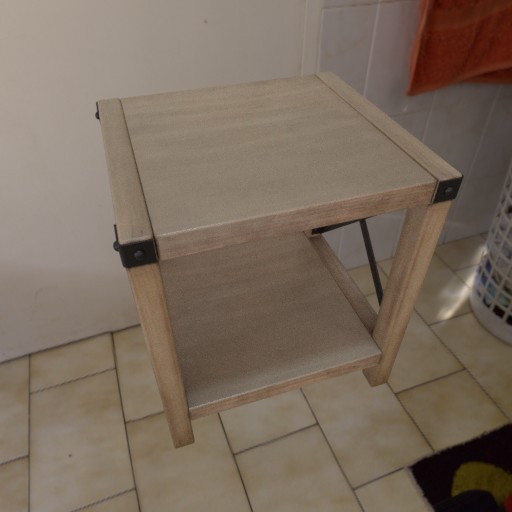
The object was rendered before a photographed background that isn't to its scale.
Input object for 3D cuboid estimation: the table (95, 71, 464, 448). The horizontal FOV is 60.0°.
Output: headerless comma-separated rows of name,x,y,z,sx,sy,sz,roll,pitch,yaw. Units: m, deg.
table,0.000,0.000,0.932,0.510,0.561,0.459,-12,44,-13
